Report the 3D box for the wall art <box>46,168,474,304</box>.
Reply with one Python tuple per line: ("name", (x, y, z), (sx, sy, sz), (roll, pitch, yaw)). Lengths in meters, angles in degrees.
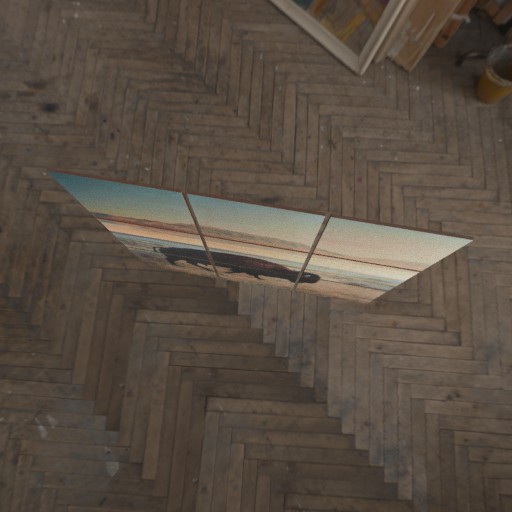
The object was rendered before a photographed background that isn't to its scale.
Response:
("wall art", (0.000, 0.000, 2.312), (1.533, 1.532, 0.019), (10, 76, 2))
